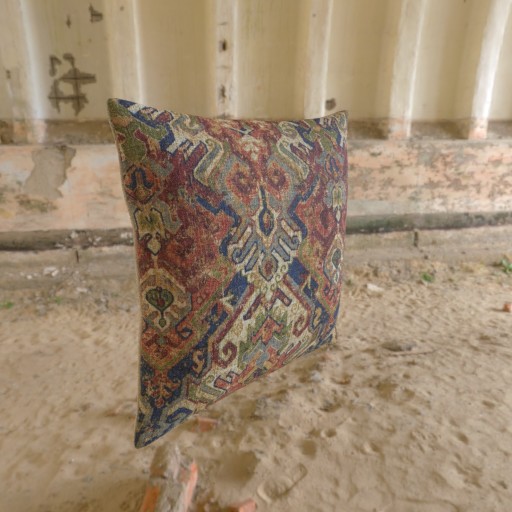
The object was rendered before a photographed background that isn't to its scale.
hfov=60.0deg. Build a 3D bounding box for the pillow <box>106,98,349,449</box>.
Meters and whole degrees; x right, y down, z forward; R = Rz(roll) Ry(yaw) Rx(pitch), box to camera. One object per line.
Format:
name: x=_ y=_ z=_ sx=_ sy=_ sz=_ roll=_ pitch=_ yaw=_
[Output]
pillow: x=0.000 y=0.000 z=0.782 sx=0.523 sy=0.506 sz=0.166 roll=-15 pitch=21 yaw=-42
